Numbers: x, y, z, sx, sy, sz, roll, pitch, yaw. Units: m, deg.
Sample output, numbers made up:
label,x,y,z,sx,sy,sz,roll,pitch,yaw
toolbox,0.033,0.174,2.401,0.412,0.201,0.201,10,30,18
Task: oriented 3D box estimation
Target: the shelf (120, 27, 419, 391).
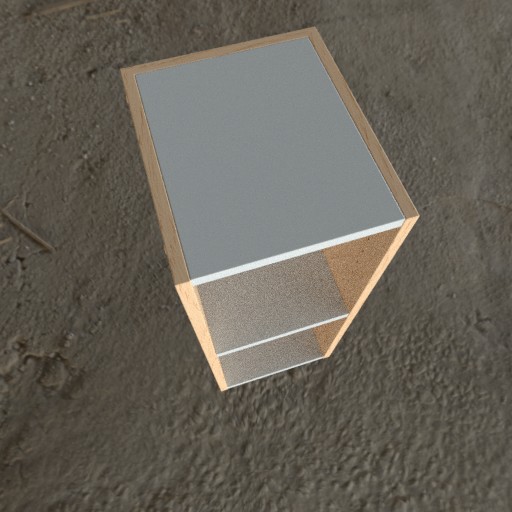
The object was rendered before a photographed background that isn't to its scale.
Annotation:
label,x,y,z,sx,sy,sz,roll,pitch,yaw
shelf,0.000,0.000,0.751,0.250,0.600,0.290,-16,65,-8
